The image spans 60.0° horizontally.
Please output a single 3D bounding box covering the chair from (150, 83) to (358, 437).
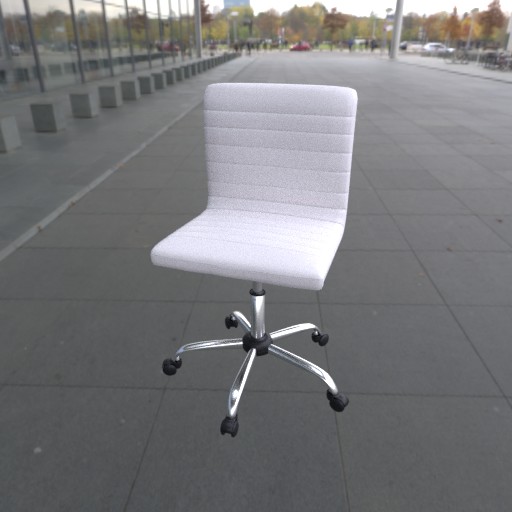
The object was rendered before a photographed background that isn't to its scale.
[{"bbox_3d":[0.000,0.000,1.070,0.520,0.750,0.455,8,27,16],"label":"chair"}]
